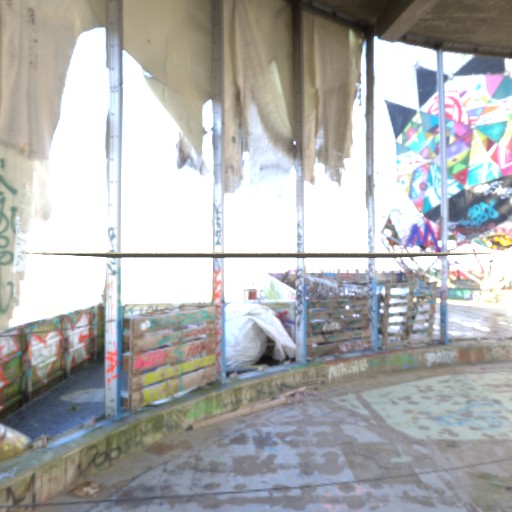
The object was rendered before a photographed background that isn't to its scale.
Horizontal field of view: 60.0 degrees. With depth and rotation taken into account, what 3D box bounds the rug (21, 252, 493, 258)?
[{"bbox_3d":[0.000,0.000,2.326,1.827,0.006,1.221,0,-1,-2],"label":"rug"}]
